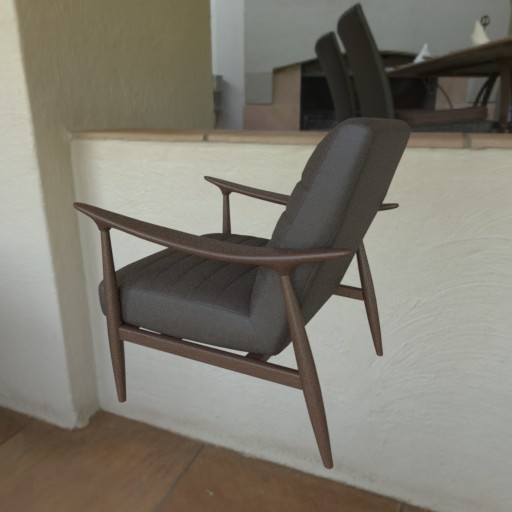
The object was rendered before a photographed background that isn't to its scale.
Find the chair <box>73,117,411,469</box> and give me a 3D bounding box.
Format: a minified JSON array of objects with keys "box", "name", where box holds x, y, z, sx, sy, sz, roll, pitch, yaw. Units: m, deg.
[{"box":[0.000,0.000,1.395,0.798,0.831,0.741,8,19,25],"name":"chair"}]
